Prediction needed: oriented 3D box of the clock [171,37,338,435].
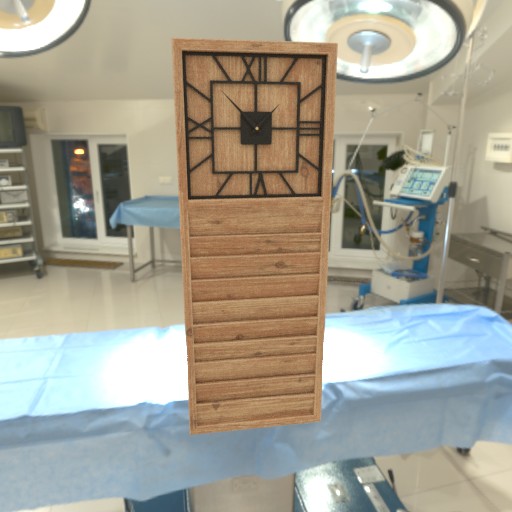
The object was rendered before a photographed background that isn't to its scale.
[{"bbox_3d":[0.000,0.000,1.091,0.361,0.965,0.030,-2,16,-9],"label":"clock"}]
